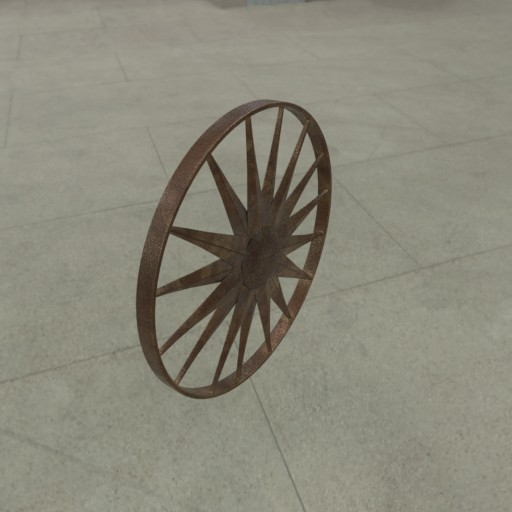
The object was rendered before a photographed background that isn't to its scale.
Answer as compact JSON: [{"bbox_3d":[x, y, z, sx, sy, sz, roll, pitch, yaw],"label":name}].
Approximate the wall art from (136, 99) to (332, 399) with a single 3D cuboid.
[{"bbox_3d":[0.000,0.000,0.872,0.084,0.583,0.582,24,46,26],"label":"wall art"}]
